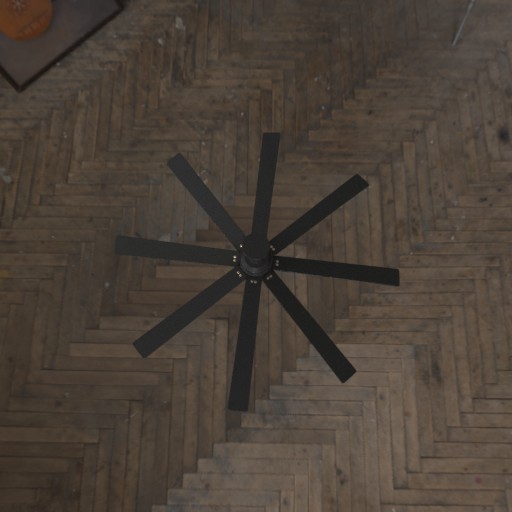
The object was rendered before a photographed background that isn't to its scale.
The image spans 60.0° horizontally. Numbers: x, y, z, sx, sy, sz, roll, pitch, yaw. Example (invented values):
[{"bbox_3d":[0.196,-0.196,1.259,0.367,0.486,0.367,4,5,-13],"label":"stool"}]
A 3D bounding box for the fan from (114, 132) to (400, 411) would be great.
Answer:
[{"bbox_3d":[0.000,0.000,2.704,1.830,0.472,1.830,7,76,2],"label":"fan"}]
